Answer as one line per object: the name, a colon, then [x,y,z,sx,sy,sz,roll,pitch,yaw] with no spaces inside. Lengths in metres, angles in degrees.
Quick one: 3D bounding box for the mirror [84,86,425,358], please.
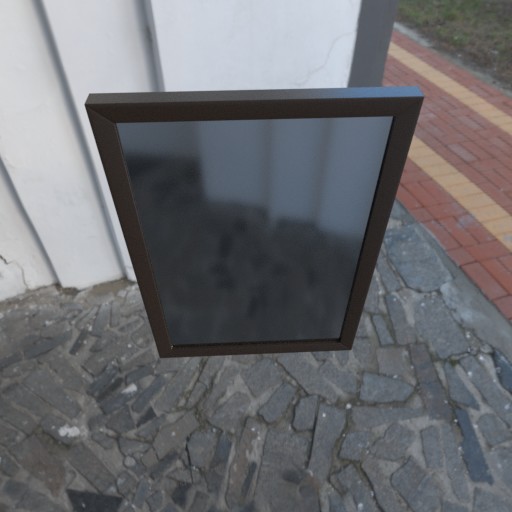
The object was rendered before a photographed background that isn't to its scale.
mirror: [0.000,0.000,0.929,0.507,0.710,0.040,-2,46,-2]
